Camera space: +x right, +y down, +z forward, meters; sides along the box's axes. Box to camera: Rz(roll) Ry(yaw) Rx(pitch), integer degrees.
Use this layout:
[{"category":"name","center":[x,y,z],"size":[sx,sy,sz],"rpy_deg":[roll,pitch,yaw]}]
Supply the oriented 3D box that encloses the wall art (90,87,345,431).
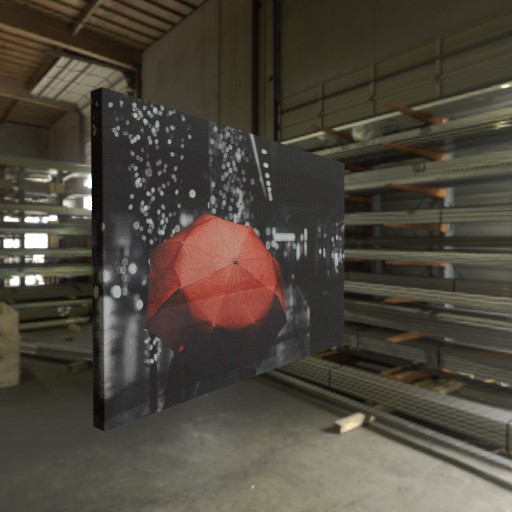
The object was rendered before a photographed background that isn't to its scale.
[{"category":"wall art","center":[0.000,0.000,1.150],"size":[0.038,0.609,0.914],"rpy_deg":[1,2,38]}]
